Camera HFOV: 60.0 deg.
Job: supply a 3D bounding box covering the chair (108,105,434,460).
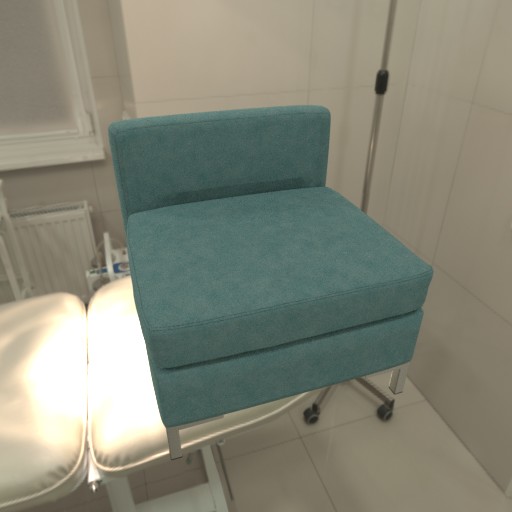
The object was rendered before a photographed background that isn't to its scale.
[{"bbox_3d":[0.000,0.000,1.237,0.684,0.660,0.685,-10,33,-16],"label":"chair"}]
